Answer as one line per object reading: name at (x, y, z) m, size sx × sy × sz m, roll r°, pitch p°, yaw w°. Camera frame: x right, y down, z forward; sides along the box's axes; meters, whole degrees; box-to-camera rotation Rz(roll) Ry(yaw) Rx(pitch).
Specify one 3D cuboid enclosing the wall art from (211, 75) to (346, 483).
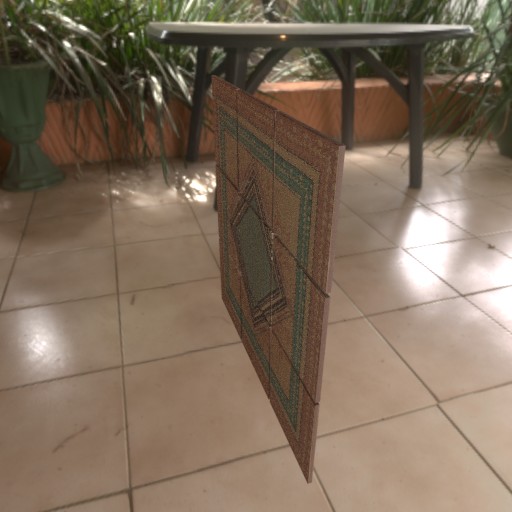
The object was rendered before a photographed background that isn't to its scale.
wall art at (0.000, 0.000, 1.345) m, size 0.013 × 0.914 × 0.915 m, roll -9°, pitch 31°, yaw -16°
